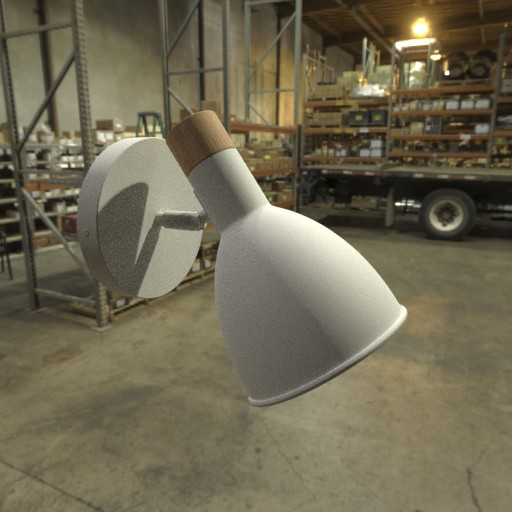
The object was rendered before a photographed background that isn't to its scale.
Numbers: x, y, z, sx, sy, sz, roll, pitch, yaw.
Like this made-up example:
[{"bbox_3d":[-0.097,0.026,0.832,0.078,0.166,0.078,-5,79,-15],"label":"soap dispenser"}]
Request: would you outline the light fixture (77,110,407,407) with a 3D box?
[{"bbox_3d":[0.000,0.000,0.314,0.209,0.199,0.127,7,16,26],"label":"light fixture"}]
